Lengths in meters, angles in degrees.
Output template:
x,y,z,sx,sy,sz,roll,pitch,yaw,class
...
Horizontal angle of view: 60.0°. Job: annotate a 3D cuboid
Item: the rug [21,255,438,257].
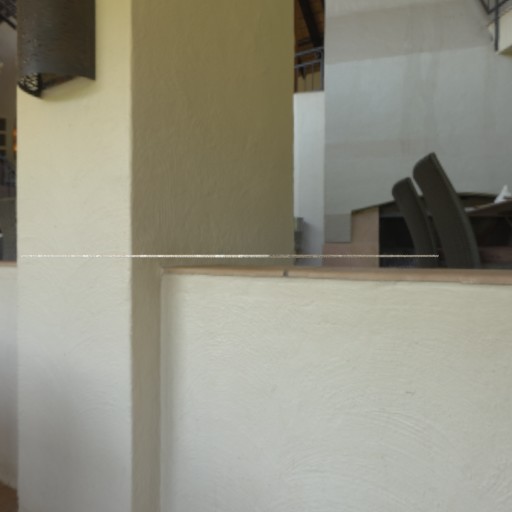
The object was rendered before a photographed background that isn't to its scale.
x,y,z,sx,sy,sz,roll,pitch,yaw,class
0.000,0.000,3.837,2.286,0.013,2.894,0,0,37,rug
